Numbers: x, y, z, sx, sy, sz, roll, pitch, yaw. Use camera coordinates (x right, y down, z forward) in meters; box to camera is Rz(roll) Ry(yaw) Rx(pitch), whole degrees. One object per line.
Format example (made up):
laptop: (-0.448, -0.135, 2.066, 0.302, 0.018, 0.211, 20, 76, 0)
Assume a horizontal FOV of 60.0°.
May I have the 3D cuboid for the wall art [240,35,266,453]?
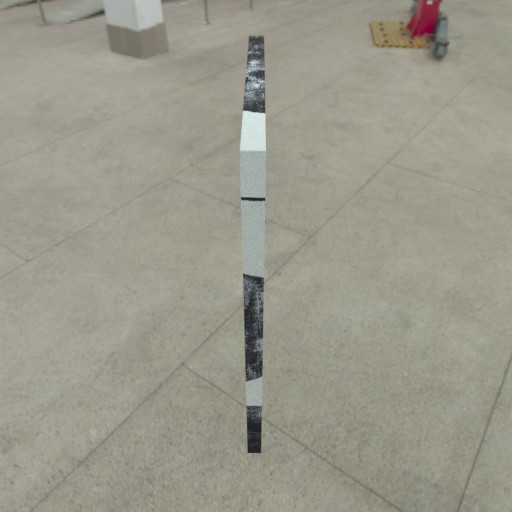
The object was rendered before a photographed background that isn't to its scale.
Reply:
wall art: (0.000, 0.000, 1.162, 0.041, 0.915, 0.610, 0, 40, 0)
